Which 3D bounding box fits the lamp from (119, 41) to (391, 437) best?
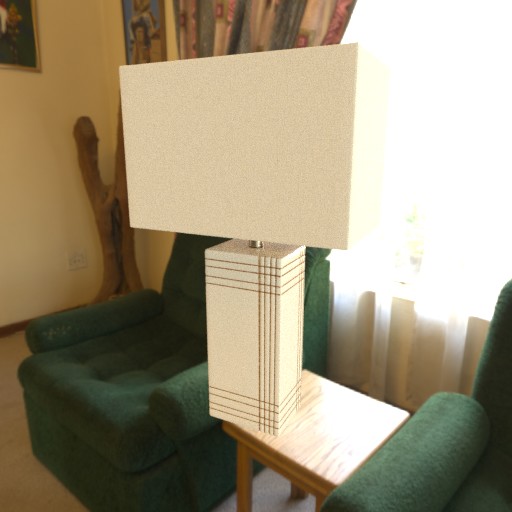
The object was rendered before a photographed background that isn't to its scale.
[{"bbox_3d":[0.000,0.000,0.682,0.334,0.543,0.182,7,16,26],"label":"lamp"}]
